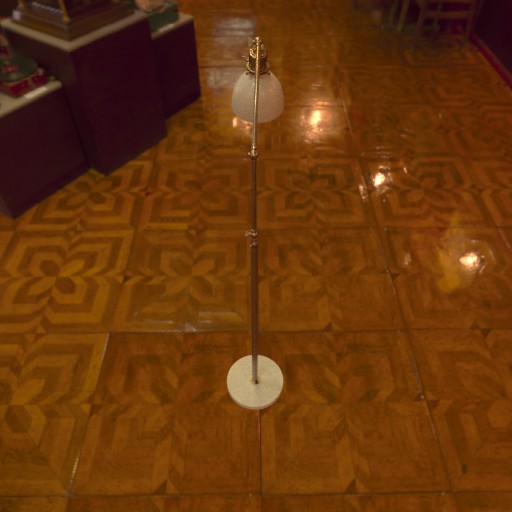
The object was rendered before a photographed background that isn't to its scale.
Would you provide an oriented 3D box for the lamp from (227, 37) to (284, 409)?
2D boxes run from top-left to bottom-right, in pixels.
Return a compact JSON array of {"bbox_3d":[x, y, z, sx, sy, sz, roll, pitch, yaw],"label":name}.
[{"bbox_3d":[0.000,0.000,1.807,0.288,1.586,0.599,1,47,1],"label":"lamp"}]
